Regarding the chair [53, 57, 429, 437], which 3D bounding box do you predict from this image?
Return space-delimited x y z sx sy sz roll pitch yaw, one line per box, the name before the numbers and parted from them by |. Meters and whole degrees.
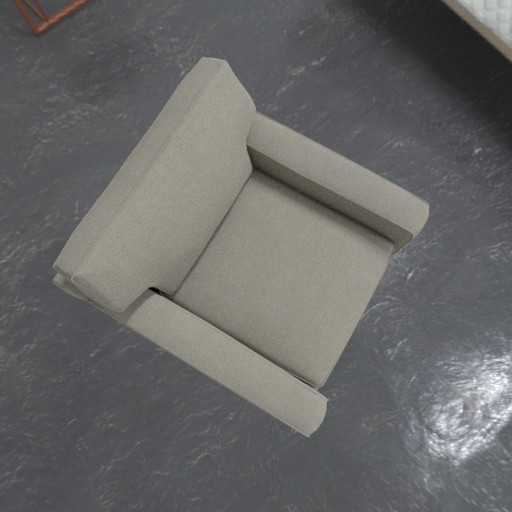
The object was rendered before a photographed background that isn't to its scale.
chair | 0.000 0.000 1.808 1.044 0.934 0.999 30 78 7
